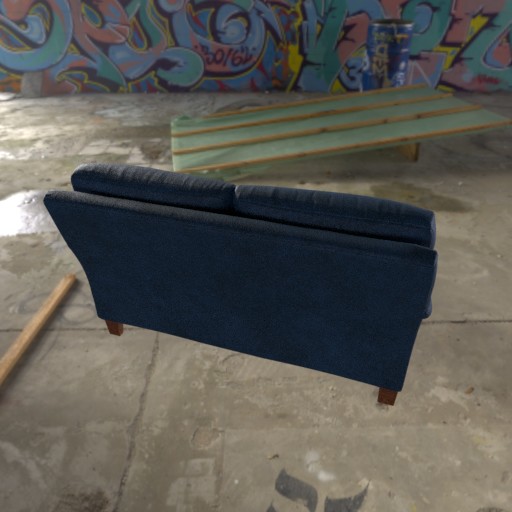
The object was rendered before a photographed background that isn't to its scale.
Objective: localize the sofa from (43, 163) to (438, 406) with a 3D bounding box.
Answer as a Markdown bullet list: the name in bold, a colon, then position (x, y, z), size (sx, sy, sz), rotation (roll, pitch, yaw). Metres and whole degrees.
- **sofa**: position (0.000, 0.000, 2.509), size (1.853, 1.101, 1.084), rotation (10, 33, 16)
